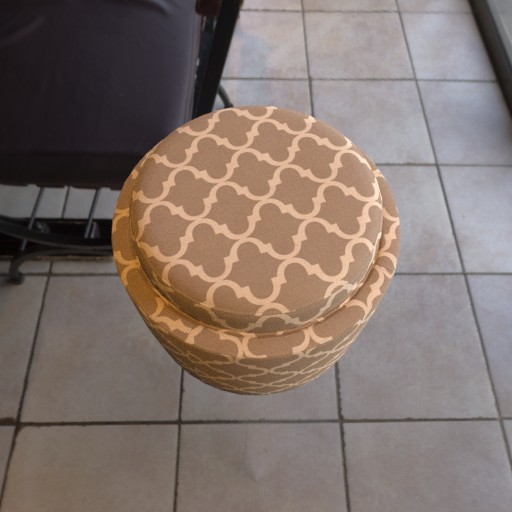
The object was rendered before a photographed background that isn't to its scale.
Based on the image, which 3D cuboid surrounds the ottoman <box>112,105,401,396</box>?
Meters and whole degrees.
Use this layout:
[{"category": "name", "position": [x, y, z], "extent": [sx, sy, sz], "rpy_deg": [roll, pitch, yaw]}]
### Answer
[{"category": "ottoman", "position": [0.000, 0.000, 0.856], "extent": [0.480, 0.429, 0.480], "rpy_deg": [0, 63, 0]}]
